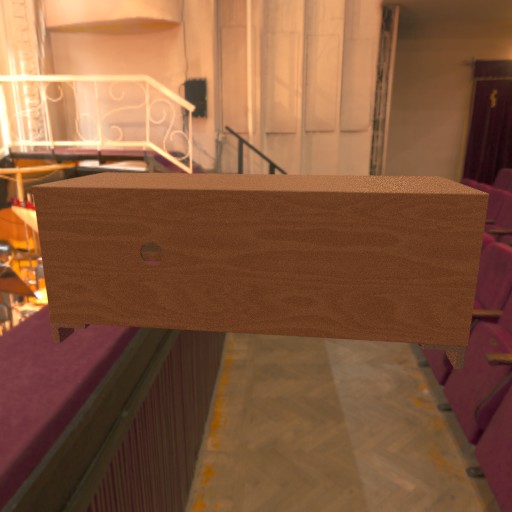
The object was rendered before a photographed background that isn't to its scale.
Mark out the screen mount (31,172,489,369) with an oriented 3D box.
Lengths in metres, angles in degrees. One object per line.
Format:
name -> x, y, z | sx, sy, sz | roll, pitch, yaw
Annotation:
screen mount -> 0.000, 0.000, 1.286 | 1.084, 0.432, 0.406 | 2, 16, 7
